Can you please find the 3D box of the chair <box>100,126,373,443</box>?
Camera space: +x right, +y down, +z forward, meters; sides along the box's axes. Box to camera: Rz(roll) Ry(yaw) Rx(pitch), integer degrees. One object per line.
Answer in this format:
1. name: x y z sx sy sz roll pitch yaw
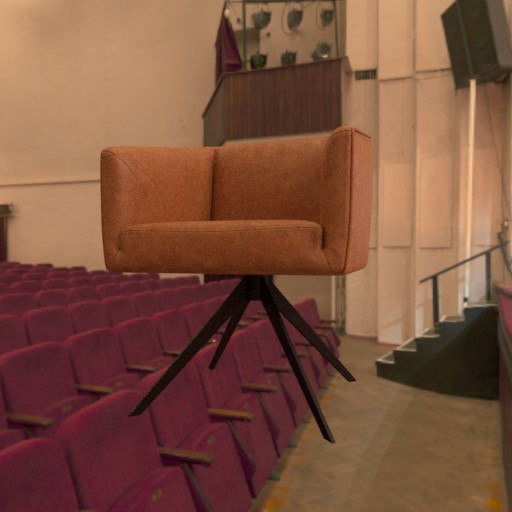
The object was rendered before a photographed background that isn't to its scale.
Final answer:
1. chair: 0.000 0.000 1.200 0.588 0.760 0.625 0 0 18
